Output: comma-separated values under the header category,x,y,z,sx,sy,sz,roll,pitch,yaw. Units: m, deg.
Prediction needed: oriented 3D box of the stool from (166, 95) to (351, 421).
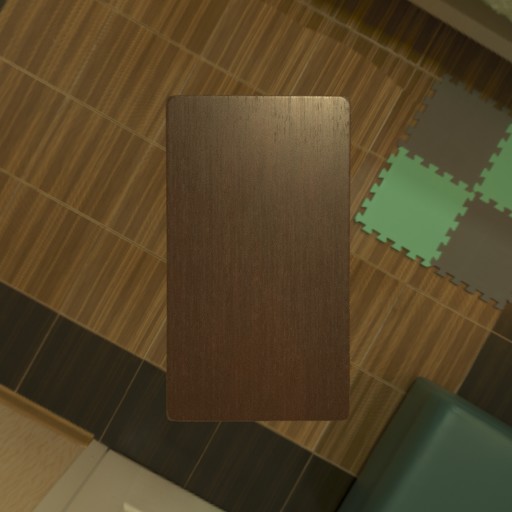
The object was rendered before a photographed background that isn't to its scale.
category,x,y,z,sx,sy,sz,roll,pitch,yaw
stool,0.000,0.000,0.854,0.322,0.610,0.406,0,91,-1
